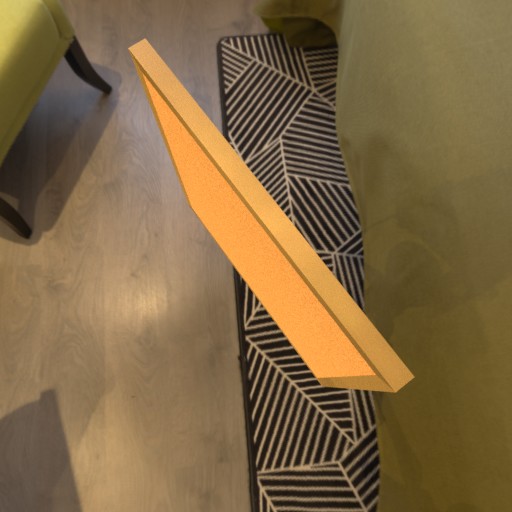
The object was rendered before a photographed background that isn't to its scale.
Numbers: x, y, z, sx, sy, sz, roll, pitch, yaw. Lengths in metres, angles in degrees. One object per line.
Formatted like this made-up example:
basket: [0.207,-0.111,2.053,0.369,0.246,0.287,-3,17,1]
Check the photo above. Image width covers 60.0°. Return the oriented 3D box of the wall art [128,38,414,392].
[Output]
wall art: [0.000,0.000,1.116,0.038,0.762,0.762,-35,77,-9]
